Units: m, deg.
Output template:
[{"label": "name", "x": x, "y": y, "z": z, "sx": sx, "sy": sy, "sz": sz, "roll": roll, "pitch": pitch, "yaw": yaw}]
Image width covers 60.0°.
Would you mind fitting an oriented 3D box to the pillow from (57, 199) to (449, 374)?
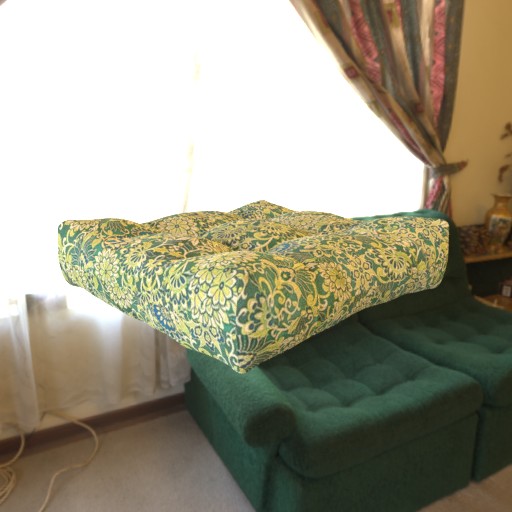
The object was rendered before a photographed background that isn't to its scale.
[{"label": "pillow", "x": 0.000, "y": 0.000, "z": 0.739, "sx": 0.490, "sy": 0.128, "sz": 0.468, "roll": -13, "pitch": 19, "yaw": -43}]
